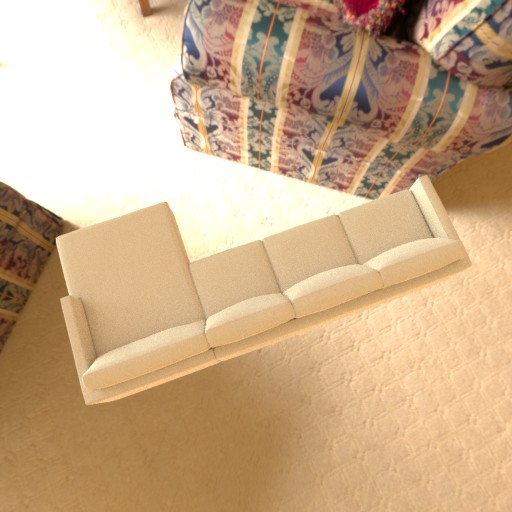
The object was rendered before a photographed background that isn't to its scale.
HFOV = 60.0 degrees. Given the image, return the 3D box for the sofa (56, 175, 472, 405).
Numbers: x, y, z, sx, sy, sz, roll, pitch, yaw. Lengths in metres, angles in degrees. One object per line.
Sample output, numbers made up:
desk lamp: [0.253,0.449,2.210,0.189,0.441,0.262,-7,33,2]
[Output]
sofa: [0.000,0.000,4.143,3.471,0.954,1.599,-19,76,-5]
